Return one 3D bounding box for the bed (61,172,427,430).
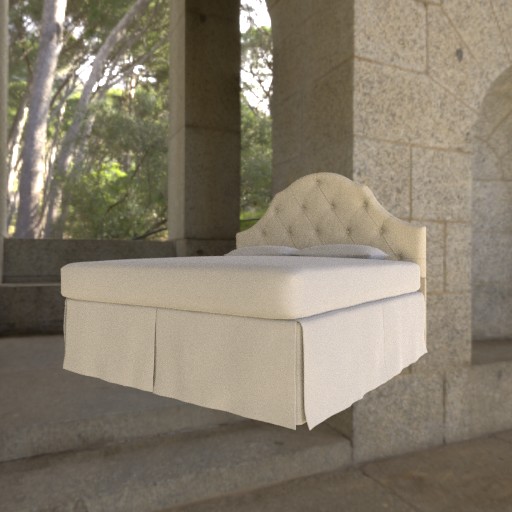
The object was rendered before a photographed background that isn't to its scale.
[{"bbox_3d":[0.000,0.000,3.332,2.012,1.555,2.086,0,0,36],"label":"bed"}]
